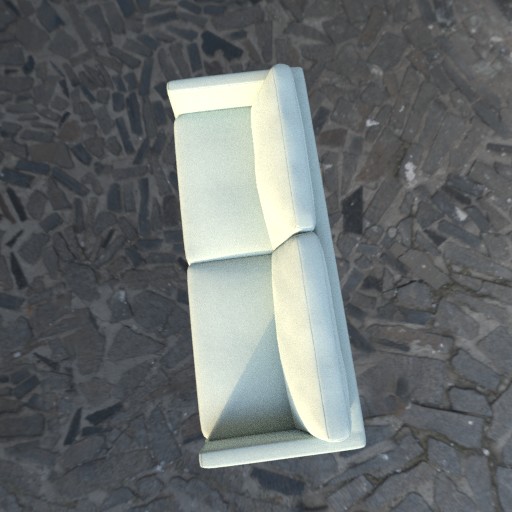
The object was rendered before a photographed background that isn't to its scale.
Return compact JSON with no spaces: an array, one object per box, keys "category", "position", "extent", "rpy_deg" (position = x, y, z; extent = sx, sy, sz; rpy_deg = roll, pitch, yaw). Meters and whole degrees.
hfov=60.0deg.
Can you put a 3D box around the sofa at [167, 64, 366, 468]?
[{"category":"sofa","position":[0.000,0.000,2.952],"extent":[0.948,0.965,2.434],"rpy_deg":[-7,77,-2]}]
